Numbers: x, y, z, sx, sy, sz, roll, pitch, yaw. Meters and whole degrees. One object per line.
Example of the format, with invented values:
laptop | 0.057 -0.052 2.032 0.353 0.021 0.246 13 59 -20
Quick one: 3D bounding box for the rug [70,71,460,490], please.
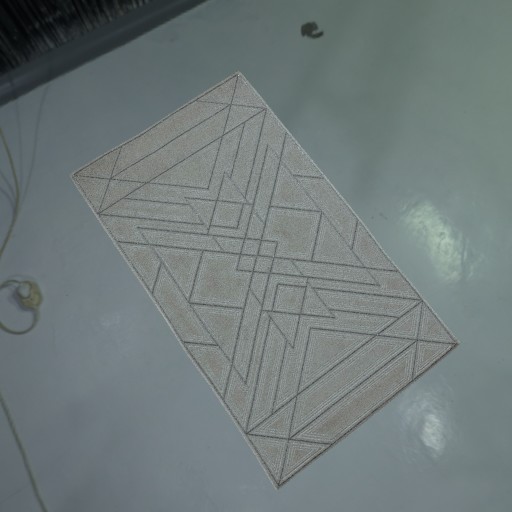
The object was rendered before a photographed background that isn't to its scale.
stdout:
rug | 0.000 0.000 1.040 0.511 0.008 0.869 -35 78 -8
